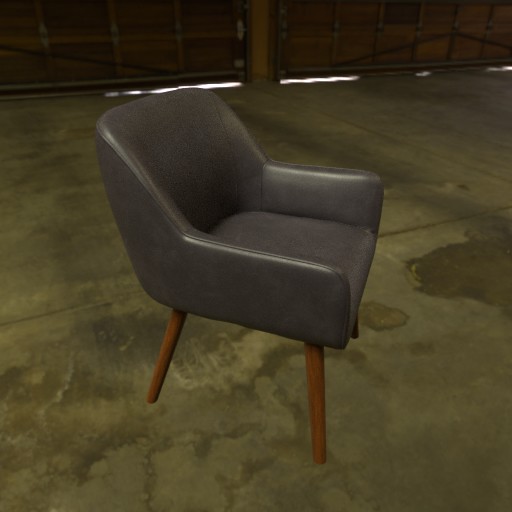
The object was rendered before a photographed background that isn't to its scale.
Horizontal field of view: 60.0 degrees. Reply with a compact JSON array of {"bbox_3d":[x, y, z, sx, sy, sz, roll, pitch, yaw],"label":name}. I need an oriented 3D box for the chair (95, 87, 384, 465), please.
[{"bbox_3d":[0.000,0.000,1.239,0.610,0.828,0.610,10,31,18],"label":"chair"}]
